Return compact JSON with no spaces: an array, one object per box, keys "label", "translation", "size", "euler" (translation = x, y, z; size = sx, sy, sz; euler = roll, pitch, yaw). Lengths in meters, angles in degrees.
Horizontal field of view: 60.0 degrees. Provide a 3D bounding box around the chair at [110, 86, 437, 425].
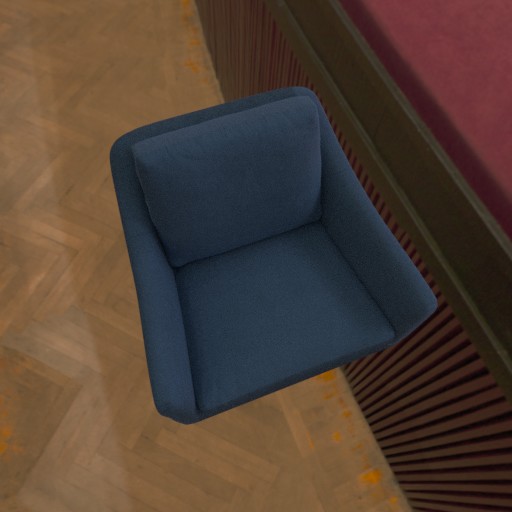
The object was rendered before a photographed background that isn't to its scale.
[{"label":"chair","translation":[0.000,0.000,1.733],"size":[0.987,0.899,0.961],"euler":[-19,65,-9]}]
